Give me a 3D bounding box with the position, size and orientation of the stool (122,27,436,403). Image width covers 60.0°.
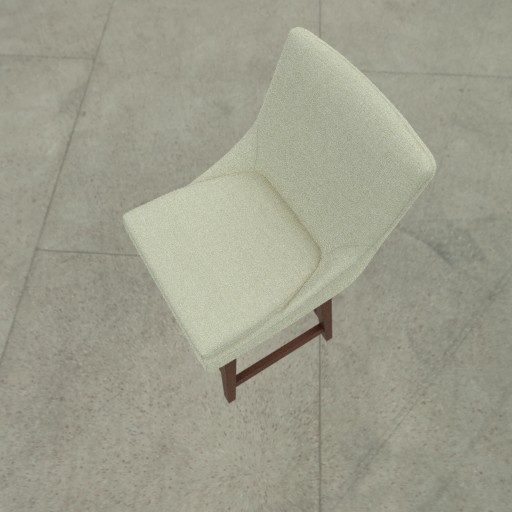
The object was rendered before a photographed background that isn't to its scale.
[{"bbox_3d":[0.000,0.000,1.254,0.559,0.991,0.469,-29,68,-13],"label":"stool"}]
